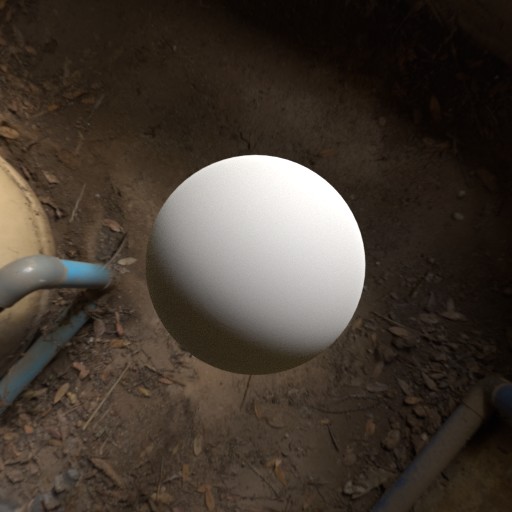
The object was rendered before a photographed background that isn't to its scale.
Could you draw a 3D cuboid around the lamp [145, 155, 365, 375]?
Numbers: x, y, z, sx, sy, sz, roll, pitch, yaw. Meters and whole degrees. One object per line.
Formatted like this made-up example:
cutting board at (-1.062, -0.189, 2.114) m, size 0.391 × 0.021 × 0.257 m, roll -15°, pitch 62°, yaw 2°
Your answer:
lamp at (0.000, 0.000, 0.348) m, size 0.141 × 0.250 × 0.152 m, roll 0°, pitch 90°, yaw 0°
